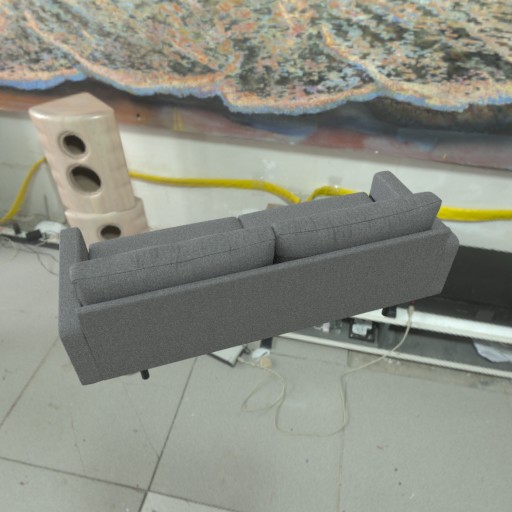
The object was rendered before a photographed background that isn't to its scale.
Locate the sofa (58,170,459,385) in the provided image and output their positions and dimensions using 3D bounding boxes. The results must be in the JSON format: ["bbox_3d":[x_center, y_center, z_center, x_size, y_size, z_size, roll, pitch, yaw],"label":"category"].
[{"bbox_3d":[0.000,0.000,2.720,2.200,0.880,0.880,-12,44,-13],"label":"sofa"}]
